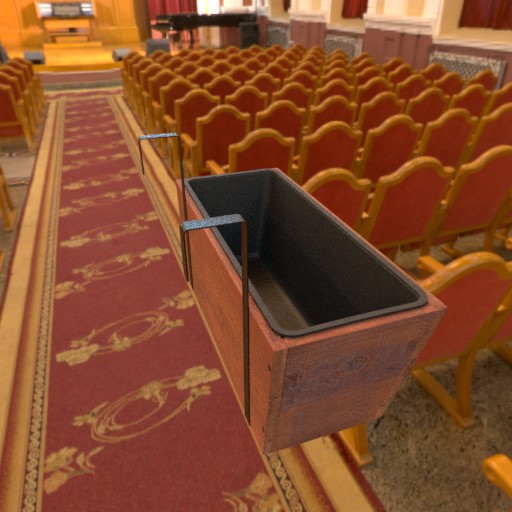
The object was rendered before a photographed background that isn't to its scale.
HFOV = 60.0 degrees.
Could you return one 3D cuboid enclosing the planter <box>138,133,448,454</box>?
[{"bbox_3d":[0.000,0.000,0.648,0.262,0.289,0.480,-10,32,-17],"label":"planter"}]
